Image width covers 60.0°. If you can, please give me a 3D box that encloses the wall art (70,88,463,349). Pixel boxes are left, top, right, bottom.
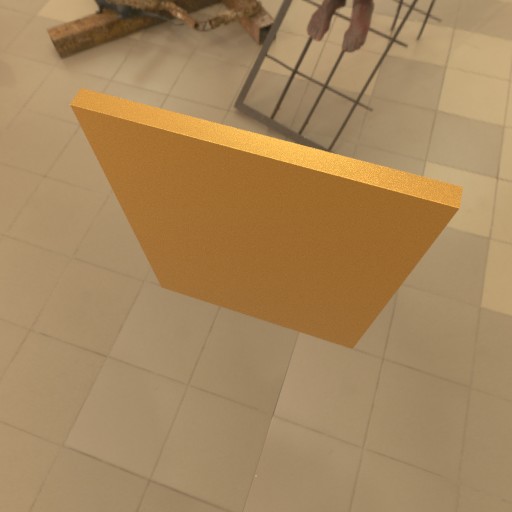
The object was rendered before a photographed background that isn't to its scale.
[{"bbox_3d":[0.000,0.000,1.008,0.610,0.762,0.038,17,65,8],"label":"wall art"}]
